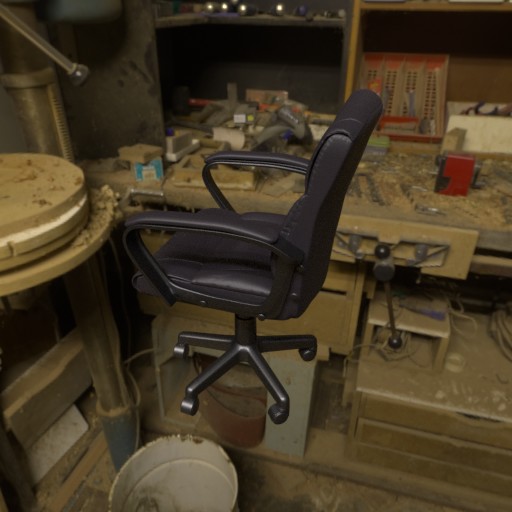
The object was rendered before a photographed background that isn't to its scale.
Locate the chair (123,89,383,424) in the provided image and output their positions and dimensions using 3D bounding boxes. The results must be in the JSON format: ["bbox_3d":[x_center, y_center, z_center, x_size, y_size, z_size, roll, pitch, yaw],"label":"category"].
[{"bbox_3d":[0.000,0.000,1.397,0.641,0.998,0.576,9,32,15],"label":"chair"}]
